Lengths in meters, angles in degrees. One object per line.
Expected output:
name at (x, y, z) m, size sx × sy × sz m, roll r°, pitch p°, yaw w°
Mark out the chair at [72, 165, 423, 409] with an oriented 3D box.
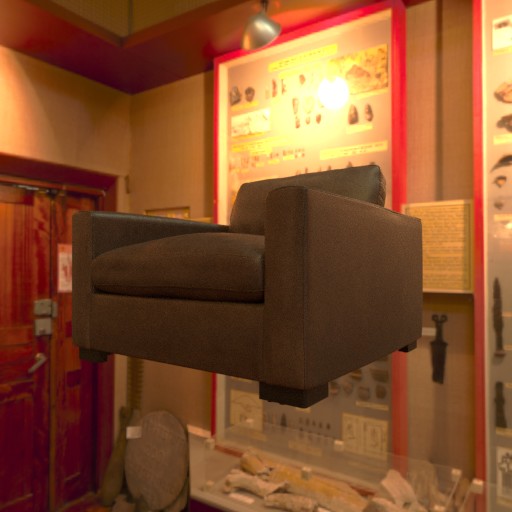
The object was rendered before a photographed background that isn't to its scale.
chair at (0.000, 0.000, 1.833) m, size 1.100 × 0.812 × 1.069 m, roll -1°, pitch -1°, yaw 36°
